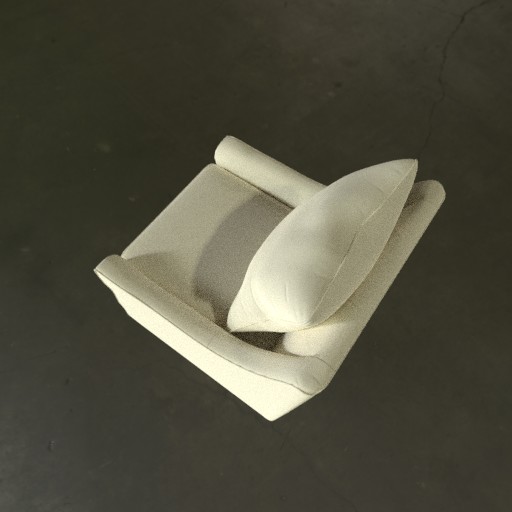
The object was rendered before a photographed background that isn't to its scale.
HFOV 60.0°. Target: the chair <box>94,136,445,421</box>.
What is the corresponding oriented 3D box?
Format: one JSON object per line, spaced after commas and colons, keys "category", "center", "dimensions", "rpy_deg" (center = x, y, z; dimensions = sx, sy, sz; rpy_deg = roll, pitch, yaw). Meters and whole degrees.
{"category": "chair", "center": [0.000, 0.000, 1.574], "dimensions": [0.876, 0.965, 0.756], "rpy_deg": [32, 67, 16]}
